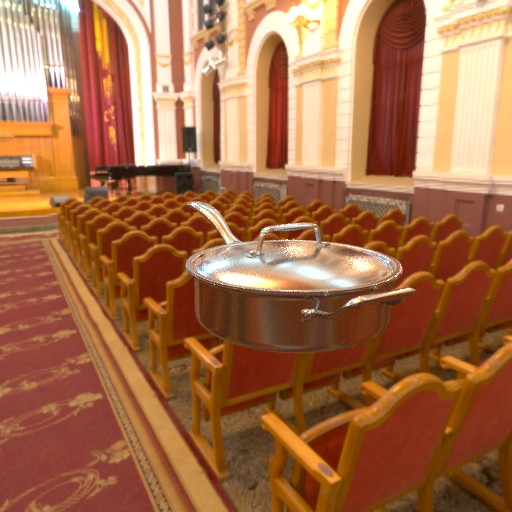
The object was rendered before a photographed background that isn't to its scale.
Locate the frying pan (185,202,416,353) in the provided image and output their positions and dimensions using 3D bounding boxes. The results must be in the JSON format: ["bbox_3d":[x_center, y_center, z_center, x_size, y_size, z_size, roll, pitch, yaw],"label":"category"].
[{"bbox_3d":[0.000,0.000,0.595,0.245,0.111,0.492,-7,15,-27],"label":"frying pan"}]
